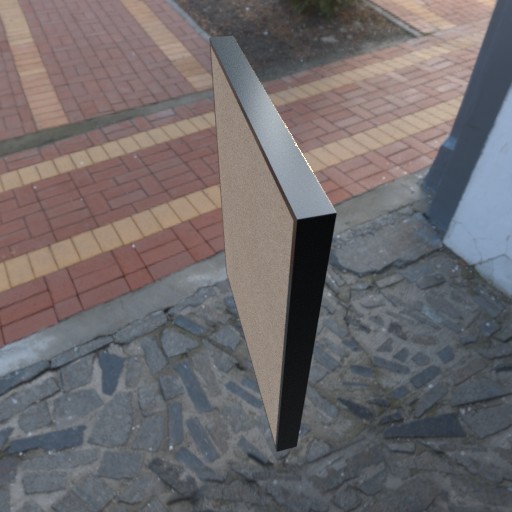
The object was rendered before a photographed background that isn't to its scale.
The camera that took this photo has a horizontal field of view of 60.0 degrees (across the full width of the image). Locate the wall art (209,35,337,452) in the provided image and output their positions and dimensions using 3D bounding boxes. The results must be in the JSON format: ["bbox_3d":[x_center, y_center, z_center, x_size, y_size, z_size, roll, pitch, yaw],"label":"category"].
[{"bbox_3d":[0.000,0.000,0.749,0.038,0.551,0.448,-10,47,-10],"label":"wall art"}]
